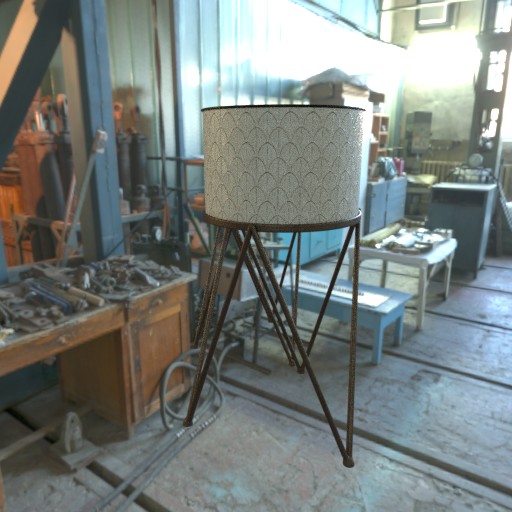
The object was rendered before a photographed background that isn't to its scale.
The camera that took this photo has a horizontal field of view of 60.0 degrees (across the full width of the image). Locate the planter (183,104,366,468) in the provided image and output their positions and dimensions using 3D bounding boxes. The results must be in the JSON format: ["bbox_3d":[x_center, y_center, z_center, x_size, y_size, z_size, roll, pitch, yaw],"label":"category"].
[{"bbox_3d":[0.000,0.000,1.166,0.413,0.712,0.769,-2,15,-9],"label":"planter"}]
